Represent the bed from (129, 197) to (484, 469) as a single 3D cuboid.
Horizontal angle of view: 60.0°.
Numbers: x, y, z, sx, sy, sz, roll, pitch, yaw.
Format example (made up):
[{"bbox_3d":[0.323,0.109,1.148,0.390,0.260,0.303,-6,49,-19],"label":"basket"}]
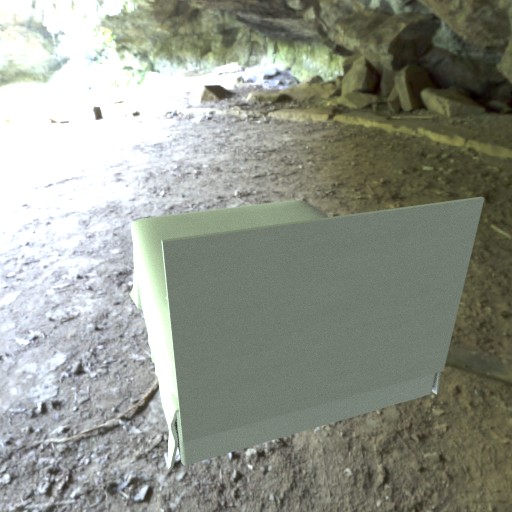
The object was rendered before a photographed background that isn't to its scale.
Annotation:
[{"bbox_3d":[0.000,0.000,3.141,1.745,1.335,2.094,-9,27,-17],"label":"bed"}]
